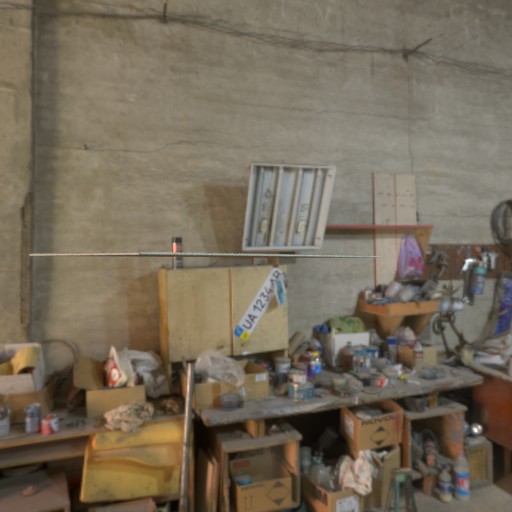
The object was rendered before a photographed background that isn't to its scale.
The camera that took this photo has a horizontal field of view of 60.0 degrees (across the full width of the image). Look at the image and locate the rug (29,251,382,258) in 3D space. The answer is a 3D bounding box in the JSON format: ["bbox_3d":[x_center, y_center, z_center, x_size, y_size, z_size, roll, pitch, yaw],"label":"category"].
[{"bbox_3d":[0.000,0.000,2.470,0.662,0.011,2.196,0,-1,35],"label":"rug"}]
